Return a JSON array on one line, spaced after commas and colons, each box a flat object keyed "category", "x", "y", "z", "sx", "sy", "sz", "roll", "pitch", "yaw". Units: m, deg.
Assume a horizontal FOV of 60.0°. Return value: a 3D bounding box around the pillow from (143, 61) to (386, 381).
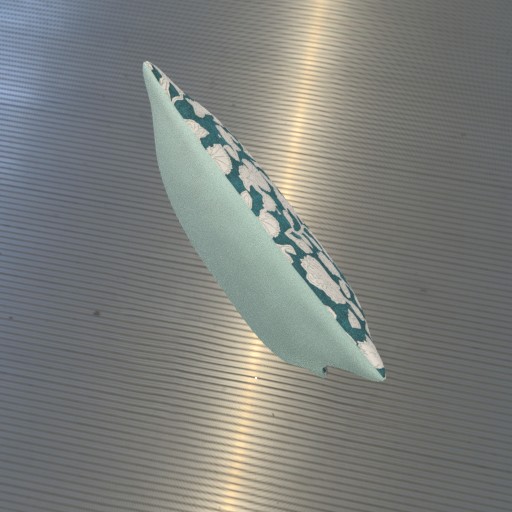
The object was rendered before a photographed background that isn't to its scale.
[{"category": "pillow", "x": 0.000, "y": 0.000, "z": 0.803, "sx": 0.166, "sy": 0.508, "sz": 0.525, "roll": -34, "pitch": 77, "yaw": -9}]
